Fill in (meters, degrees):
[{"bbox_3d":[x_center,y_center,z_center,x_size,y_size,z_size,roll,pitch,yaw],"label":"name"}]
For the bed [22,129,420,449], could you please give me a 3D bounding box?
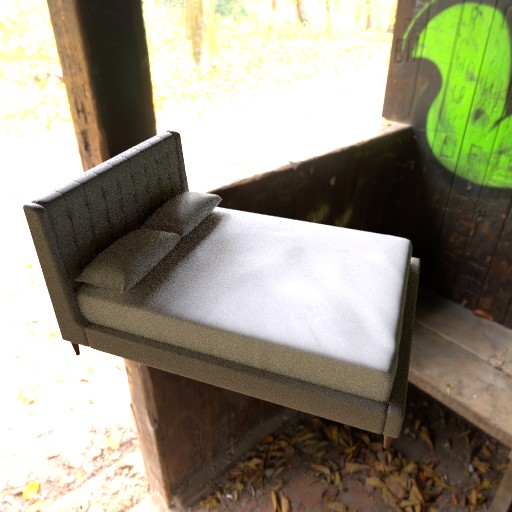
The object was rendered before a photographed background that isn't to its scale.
[{"bbox_3d":[0.000,0.000,3.122,2.232,1.147,1.656,11,33,17],"label":"bed"}]
